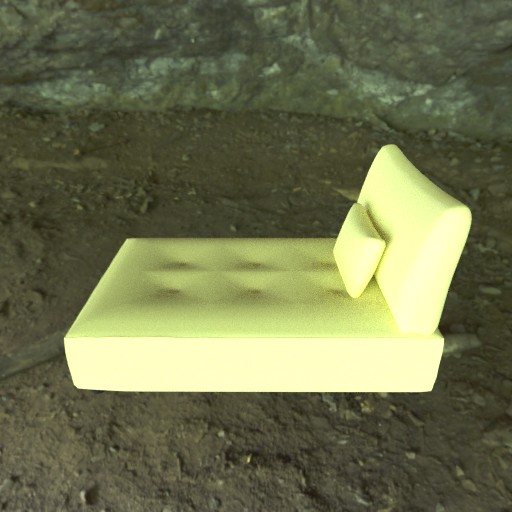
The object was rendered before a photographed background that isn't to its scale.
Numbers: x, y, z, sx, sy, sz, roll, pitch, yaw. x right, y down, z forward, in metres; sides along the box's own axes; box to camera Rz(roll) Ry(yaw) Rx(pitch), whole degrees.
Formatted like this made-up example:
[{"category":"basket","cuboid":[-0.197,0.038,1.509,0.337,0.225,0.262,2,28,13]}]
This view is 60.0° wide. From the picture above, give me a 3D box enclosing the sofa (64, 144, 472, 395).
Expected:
[{"category":"sofa","cuboid":[0.000,0.000,2.021,1.450,0.820,0.930,0,27,0]}]
